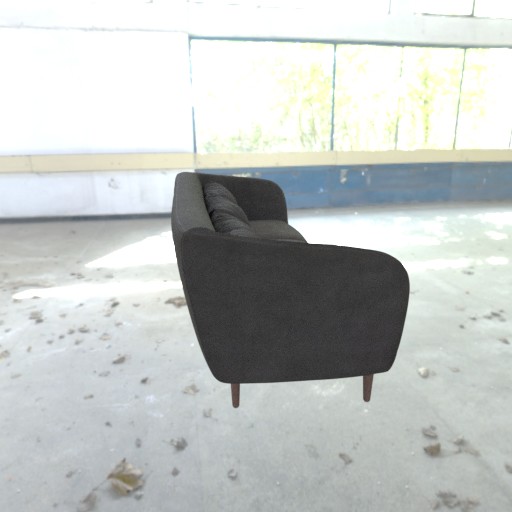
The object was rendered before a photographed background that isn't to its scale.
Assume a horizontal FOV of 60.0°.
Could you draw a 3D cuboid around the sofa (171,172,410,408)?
[{"bbox_3d":[0.000,0.000,2.708,0.956,0.875,2.296,-3,17,-9],"label":"sofa"}]
